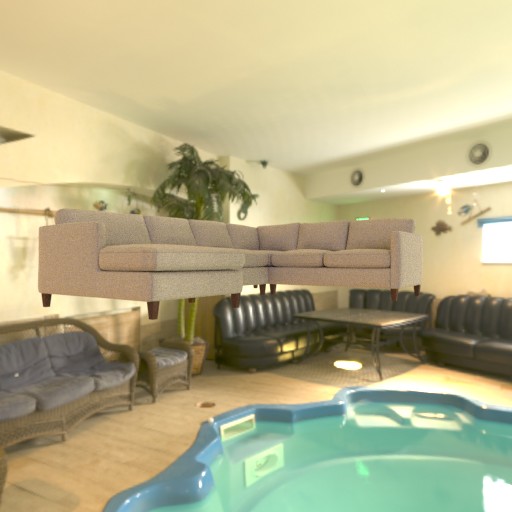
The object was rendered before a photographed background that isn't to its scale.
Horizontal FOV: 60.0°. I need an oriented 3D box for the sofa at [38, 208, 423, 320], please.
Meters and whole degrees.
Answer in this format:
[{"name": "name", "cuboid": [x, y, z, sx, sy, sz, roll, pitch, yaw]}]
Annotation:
[{"name": "sofa", "cuboid": [0.000, 0.000, 4.751, 2.593, 0.959, 3.460, 0, -1, 36]}]
